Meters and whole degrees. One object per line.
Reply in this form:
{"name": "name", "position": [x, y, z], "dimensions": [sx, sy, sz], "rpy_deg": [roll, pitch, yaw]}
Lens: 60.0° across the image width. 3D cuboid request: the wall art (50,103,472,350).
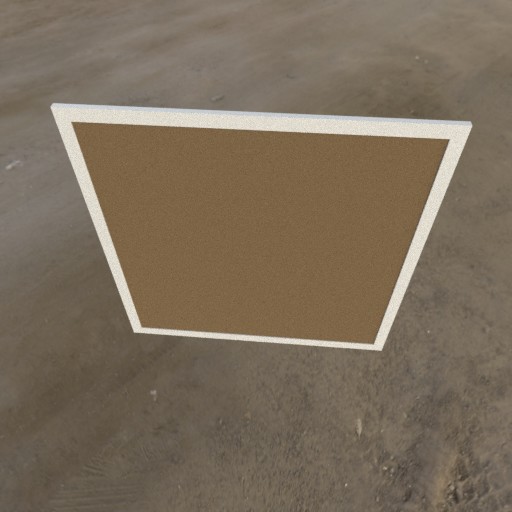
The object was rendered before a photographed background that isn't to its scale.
{"name": "wall art", "position": [0.000, 0.000, 1.155], "dimensions": [0.812, 0.812, 0.015], "rpy_deg": [4, 48, 3]}
